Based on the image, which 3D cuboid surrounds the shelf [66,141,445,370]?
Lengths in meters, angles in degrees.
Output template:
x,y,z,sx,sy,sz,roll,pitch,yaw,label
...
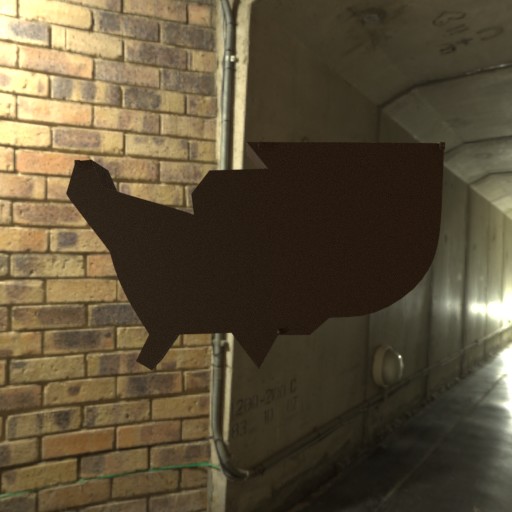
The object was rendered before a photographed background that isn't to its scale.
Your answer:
x,y,z,sx,sy,sz,roll,pitch,yaw,label
0.000,0.000,0.897,0.729,0.439,0.112,0,-1,-1,shelf
